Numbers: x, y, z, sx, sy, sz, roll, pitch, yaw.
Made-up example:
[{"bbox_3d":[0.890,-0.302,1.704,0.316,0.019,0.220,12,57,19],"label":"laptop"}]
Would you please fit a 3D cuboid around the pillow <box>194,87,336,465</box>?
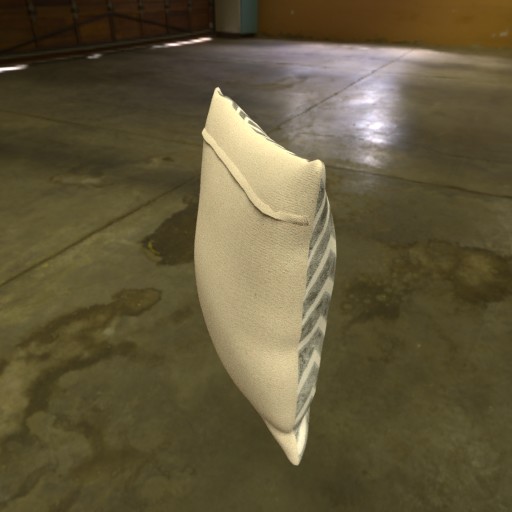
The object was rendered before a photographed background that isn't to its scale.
[{"bbox_3d":[0.000,0.000,0.693,0.182,0.441,0.440,-9,32,-15],"label":"pillow"}]
